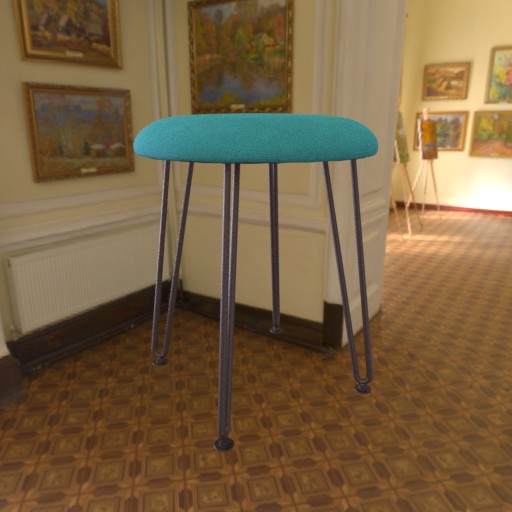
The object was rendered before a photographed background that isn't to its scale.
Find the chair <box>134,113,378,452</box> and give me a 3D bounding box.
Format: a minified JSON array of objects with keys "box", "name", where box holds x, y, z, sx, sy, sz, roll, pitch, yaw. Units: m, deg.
[{"box":[0.000,0.000,0.704,0.350,0.430,0.350,-15,22,-41],"name":"chair"}]
